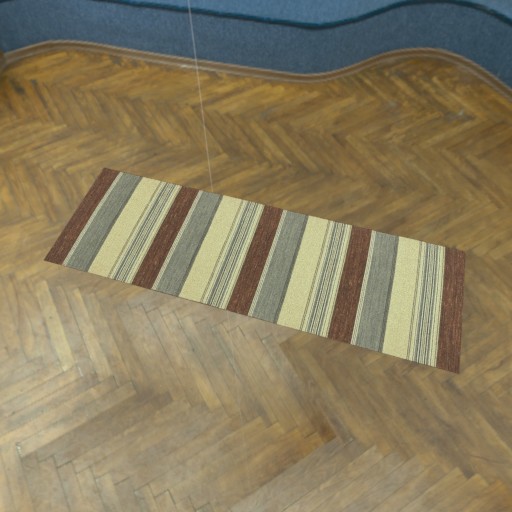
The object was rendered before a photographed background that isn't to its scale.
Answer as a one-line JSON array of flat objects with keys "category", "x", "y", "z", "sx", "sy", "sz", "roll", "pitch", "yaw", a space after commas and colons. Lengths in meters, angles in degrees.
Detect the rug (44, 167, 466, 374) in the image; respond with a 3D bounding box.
[{"category": "rug", "x": 0.000, "y": 0.000, "z": 2.691, "sx": 2.437, "sy": 0.006, "sz": 0.792, "roll": 14, "pitch": 59, "yaw": 9}]
